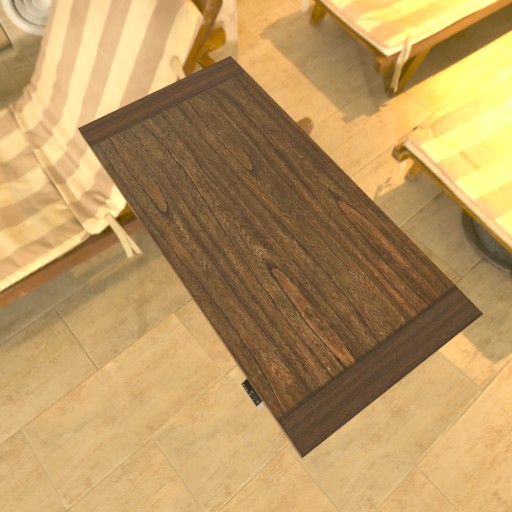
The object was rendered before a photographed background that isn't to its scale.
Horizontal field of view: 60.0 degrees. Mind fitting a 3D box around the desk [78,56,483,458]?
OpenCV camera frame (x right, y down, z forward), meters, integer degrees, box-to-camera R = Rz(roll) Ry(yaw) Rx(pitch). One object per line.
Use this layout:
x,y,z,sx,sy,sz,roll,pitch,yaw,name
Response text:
0.000,0.000,1.980,0.784,0.725,1.543,-32,68,-15,desk
